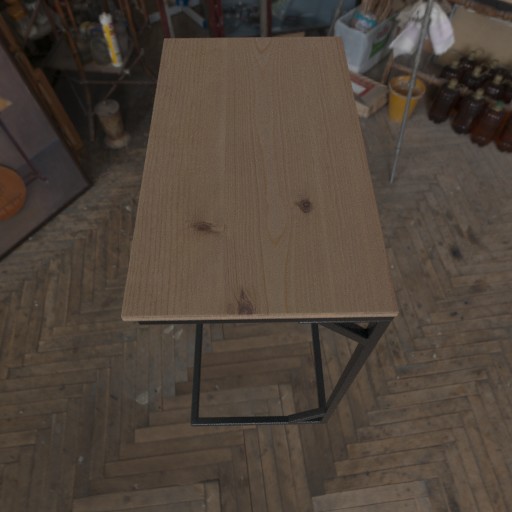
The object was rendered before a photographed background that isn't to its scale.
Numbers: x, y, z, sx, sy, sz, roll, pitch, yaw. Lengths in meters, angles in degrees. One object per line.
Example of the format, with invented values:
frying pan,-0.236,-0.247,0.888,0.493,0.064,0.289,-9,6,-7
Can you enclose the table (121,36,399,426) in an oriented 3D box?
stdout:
table,0.000,0.000,1.001,0.351,0.673,0.597,-1,58,-1
